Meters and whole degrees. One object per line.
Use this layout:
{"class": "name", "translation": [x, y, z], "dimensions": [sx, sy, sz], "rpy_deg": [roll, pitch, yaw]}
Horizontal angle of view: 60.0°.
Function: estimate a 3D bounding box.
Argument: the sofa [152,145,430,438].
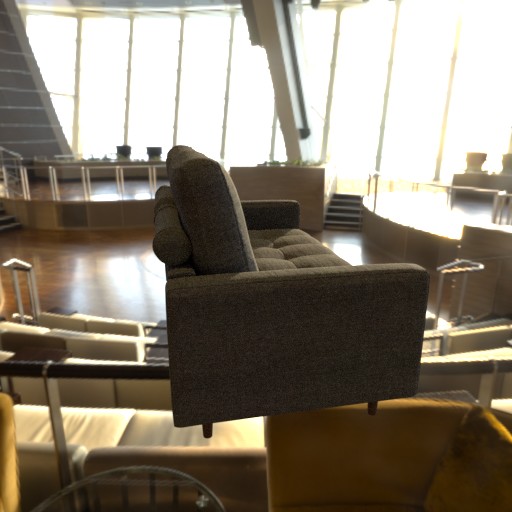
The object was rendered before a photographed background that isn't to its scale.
{"class": "sofa", "translation": [0.000, 0.000, 1.926], "dimensions": [0.842, 0.907, 1.407], "rpy_deg": [-3, 16, -11]}
